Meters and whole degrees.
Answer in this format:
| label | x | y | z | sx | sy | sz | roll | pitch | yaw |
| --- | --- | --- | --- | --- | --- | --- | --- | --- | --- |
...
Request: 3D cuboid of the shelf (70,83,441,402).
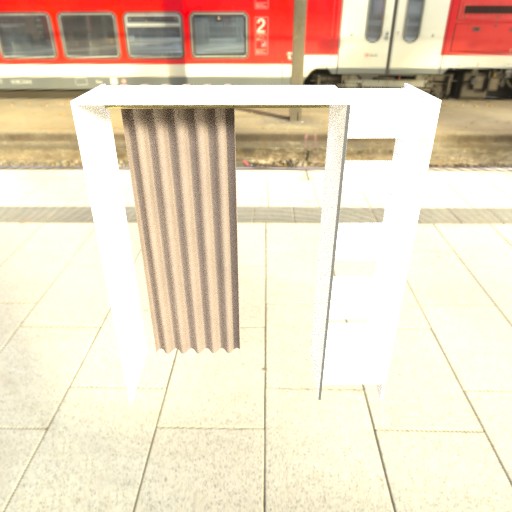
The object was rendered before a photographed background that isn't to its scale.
| label | x | y | z | sx | sy | sz | roll | pitch | yaw |
| --- | --- | --- | --- | --- | --- | --- | --- | --- | --- |
| shelf | 0.000 | 0.000 | 2.572 | 1.600 | 1.820 | 0.500 | 0 | 29 | -1 |
